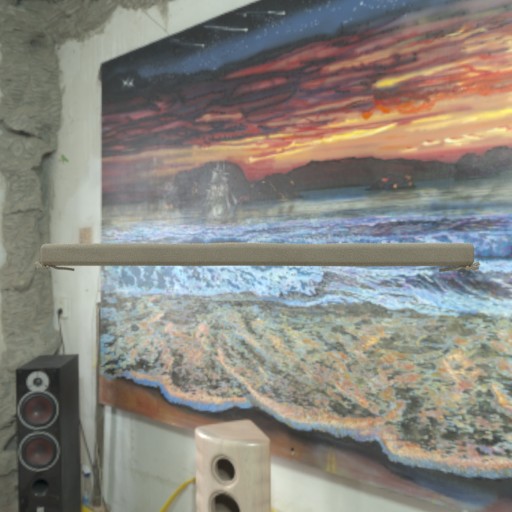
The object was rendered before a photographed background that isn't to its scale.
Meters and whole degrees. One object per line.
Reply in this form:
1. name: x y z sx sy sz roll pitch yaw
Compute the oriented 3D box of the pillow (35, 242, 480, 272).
1. pillow: 0.000 0.000 1.360 1.187 0.081 0.492 0 0 3
